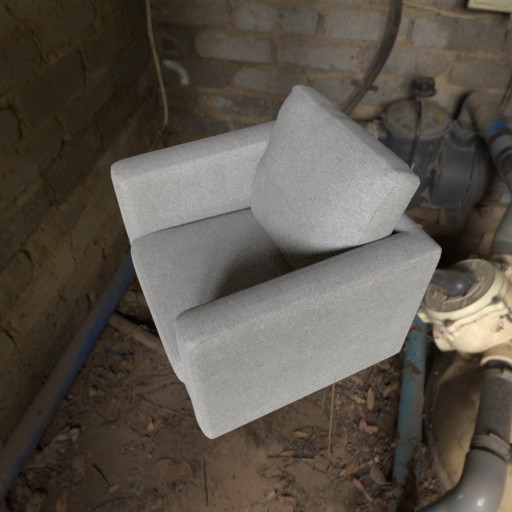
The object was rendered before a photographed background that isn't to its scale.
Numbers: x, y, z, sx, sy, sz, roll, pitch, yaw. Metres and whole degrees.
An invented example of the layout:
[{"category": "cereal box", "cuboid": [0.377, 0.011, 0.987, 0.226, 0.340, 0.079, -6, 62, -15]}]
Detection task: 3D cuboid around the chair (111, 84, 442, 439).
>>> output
[{"category": "chair", "cuboid": [0.000, 0.000, 1.567, 0.800, 0.927, 0.855, -19, 49, -17]}]
